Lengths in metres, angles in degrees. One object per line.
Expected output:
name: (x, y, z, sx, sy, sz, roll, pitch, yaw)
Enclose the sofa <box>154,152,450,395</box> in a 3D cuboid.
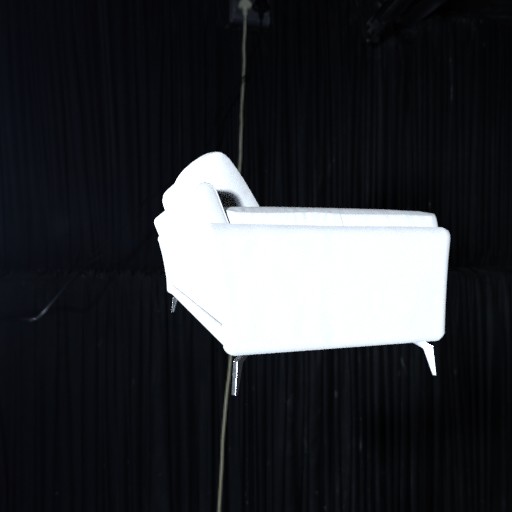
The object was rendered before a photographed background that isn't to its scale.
sofa: (0.000, 0.000, 2.637, 1.049, 0.930, 2.101, 0, 2, -17)
